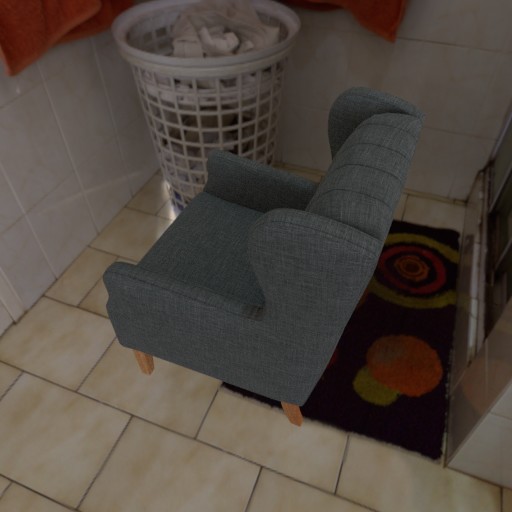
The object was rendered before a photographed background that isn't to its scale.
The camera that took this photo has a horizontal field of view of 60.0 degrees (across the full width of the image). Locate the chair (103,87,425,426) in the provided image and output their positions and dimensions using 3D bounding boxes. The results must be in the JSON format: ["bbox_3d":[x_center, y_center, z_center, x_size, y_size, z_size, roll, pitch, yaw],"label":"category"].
[{"bbox_3d":[0.000,0.000,1.455,0.775,0.953,0.711,17,48,16],"label":"chair"}]
